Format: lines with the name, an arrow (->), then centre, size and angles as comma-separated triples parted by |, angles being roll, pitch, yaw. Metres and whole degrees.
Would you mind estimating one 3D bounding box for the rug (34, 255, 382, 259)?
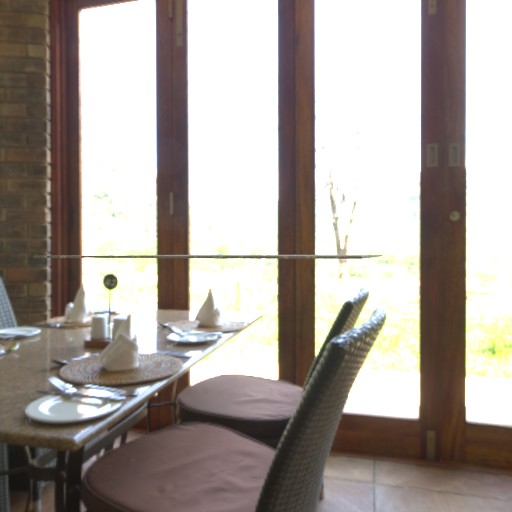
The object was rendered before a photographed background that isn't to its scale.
rug -> 0.000, 0.000, 2.769 | 1.451, 0.010, 2.080 | 0, 0, 18
